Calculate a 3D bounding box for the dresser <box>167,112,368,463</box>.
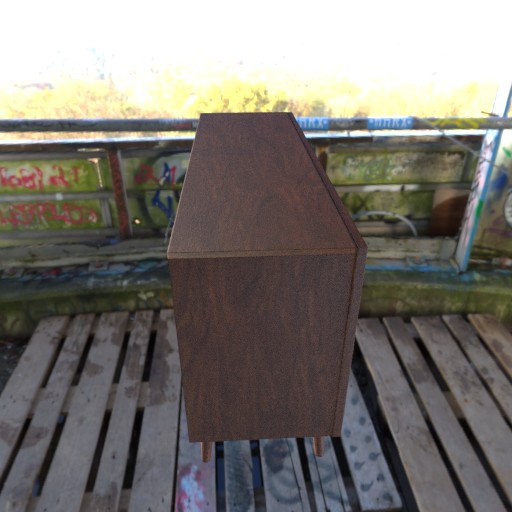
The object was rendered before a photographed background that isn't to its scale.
[{"bbox_3d":[0.000,0.000,1.913,0.500,0.889,1.472,-2,30,-3],"label":"dresser"}]
